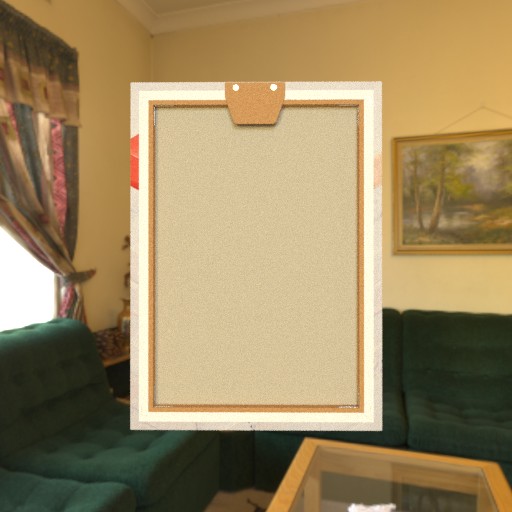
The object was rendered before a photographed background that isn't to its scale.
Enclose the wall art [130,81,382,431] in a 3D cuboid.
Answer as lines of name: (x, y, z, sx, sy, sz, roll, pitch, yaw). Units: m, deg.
wall art: (0.000, 0.000, 1.089, 0.613, 0.848, 0.036, 0, 0, 1)
